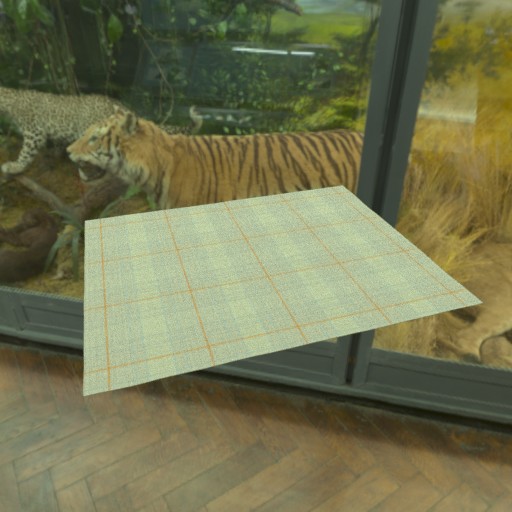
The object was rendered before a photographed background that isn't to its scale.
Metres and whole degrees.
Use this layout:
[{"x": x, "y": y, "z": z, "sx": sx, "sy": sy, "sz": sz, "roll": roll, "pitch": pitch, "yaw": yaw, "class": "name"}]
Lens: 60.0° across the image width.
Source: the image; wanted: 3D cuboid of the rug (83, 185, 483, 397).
[{"x": 0.000, "y": 0.000, "z": 4.136, "sx": 3.051, "sy": 0.021, "sz": 2.448, "roll": -10, "pitch": 34, "yaw": -15, "class": "rug"}]
